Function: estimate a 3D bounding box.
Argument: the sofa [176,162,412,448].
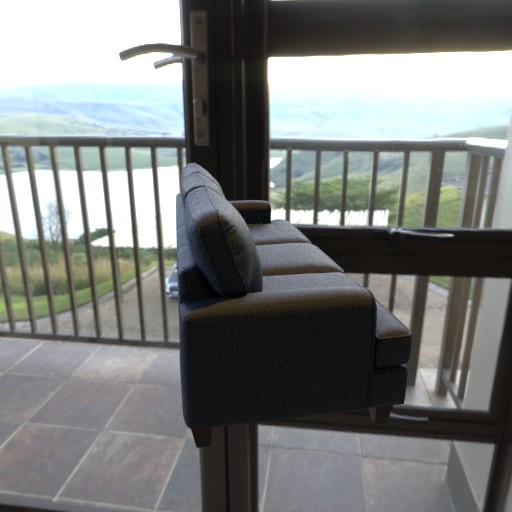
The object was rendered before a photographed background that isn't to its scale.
[{"bbox_3d":[0.000,0.000,2.693,0.951,0.965,2.158,-3,17,-10],"label":"sofa"}]
